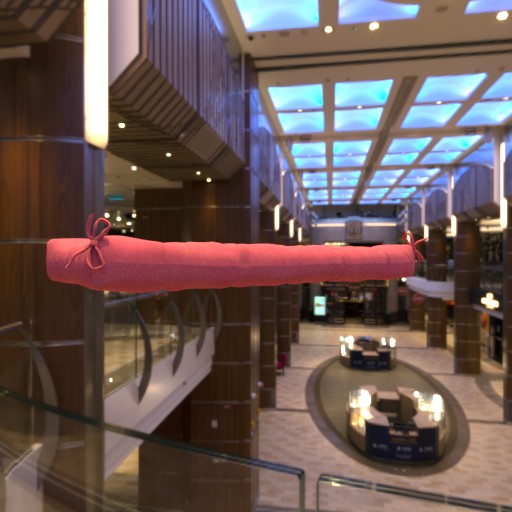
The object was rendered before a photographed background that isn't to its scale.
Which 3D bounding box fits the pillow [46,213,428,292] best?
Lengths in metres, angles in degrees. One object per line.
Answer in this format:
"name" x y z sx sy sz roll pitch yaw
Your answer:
"pillow" 0.000 0.000 1.373 1.194 0.174 0.511 0 0 -36
